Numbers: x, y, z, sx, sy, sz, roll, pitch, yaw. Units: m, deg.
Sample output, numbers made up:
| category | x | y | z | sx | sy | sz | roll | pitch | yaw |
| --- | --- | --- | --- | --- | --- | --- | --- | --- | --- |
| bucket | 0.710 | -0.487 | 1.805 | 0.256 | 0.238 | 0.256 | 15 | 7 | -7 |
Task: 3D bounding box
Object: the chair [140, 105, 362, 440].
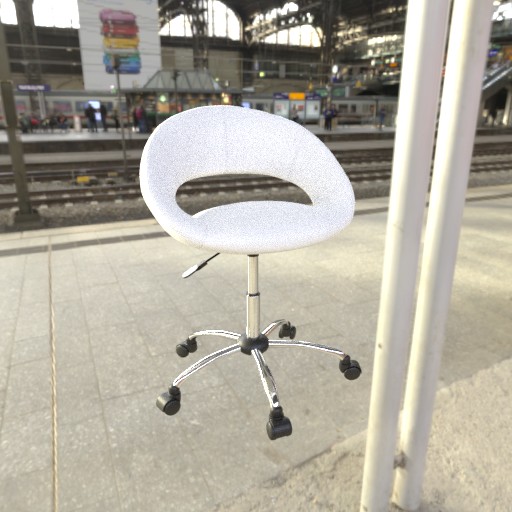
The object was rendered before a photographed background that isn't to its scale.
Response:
| category | x | y | z | sx | sy | sz | roll | pitch | yaw |
| --- | --- | --- | --- | --- | --- | --- | --- | --- | --- |
| chair | 0.000 | 0.000 | 1.219 | 0.612 | 0.791 | 0.538 | -9 | 20 | -25 |
